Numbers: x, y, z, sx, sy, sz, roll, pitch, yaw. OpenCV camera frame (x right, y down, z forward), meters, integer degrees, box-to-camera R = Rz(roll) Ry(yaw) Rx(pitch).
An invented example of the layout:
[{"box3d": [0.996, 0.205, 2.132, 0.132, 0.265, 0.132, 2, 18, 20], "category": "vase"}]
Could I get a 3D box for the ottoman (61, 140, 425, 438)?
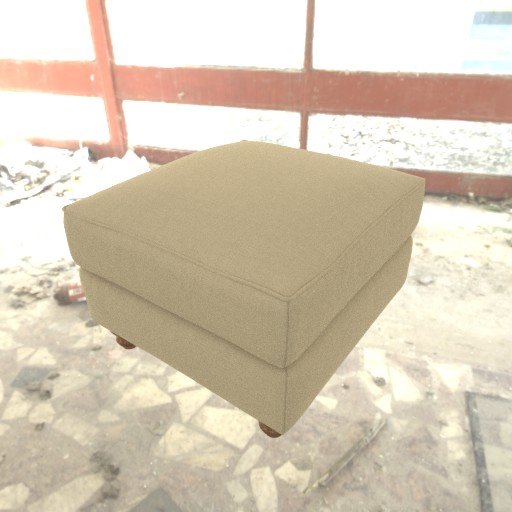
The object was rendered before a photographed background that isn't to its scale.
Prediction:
[{"box3d": [0.000, 0.000, 1.188, 0.662, 0.505, 0.716, 20, 36, 30], "category": "ottoman"}]
